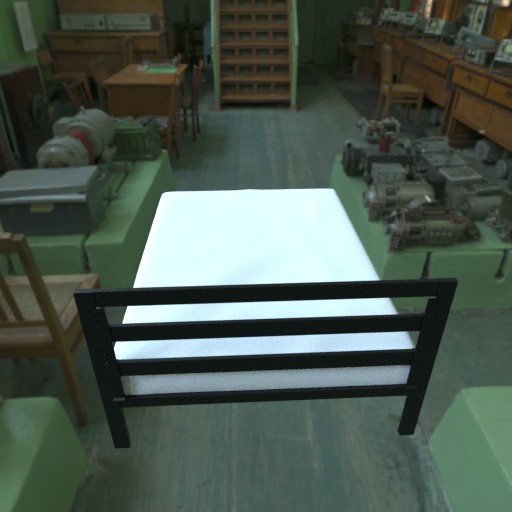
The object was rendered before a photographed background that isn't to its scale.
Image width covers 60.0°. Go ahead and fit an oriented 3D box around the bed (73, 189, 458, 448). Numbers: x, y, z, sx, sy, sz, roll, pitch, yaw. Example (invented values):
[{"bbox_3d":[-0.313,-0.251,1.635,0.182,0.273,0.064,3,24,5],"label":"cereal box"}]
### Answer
[{"bbox_3d":[0.000,0.000,2.867,1.524,0.967,2.062,-2,32,-3],"label":"bed"}]
